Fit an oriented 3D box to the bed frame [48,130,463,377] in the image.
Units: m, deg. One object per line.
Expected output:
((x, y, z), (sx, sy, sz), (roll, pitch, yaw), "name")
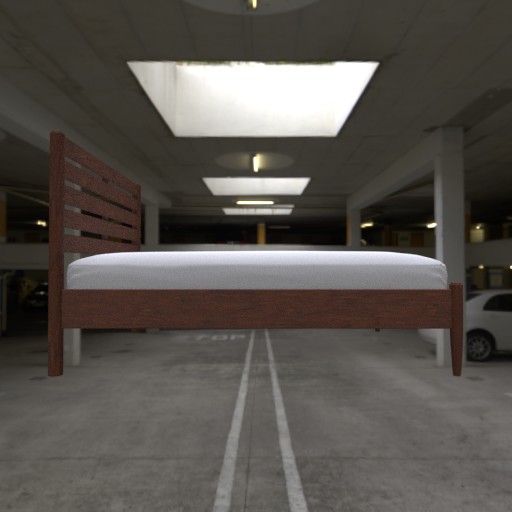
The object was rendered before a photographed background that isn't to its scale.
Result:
((0.000, 0.000, 3.190), (2.234, 1.321, 1.655), (0, -1, 0), "bed frame")
